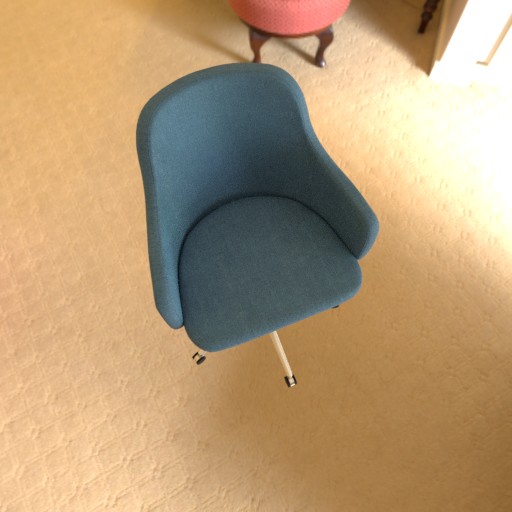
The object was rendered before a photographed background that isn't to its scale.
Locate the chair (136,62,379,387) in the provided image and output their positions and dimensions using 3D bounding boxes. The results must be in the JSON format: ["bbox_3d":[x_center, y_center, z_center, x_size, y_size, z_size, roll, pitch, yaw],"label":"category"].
[{"bbox_3d":[0.000,0.000,1.288,0.599,0.820,0.655,-20,66,-9],"label":"chair"}]
